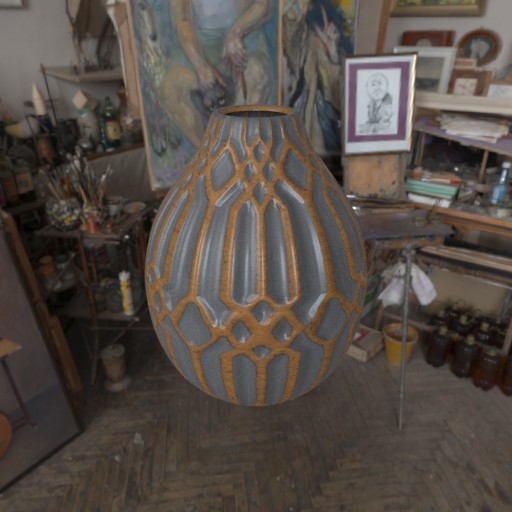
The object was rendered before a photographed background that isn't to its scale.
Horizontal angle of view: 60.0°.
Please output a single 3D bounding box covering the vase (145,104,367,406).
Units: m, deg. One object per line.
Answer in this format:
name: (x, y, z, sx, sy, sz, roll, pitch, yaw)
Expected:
vase: (0.000, 0.000, 0.139, 0.069, 0.088, 0.069, 0, 27, 0)
